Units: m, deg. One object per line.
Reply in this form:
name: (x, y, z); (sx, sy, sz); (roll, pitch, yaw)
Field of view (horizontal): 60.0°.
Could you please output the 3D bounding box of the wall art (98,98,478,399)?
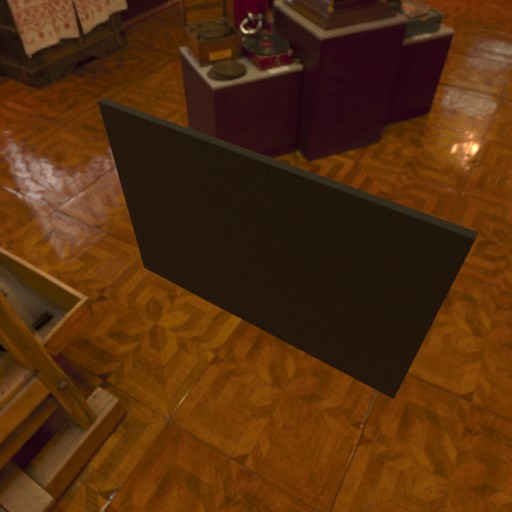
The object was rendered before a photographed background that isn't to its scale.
wall art: (0.000, 0.000, 1.228); (0.958, 0.656, 0.026); (25, 52, 21)
